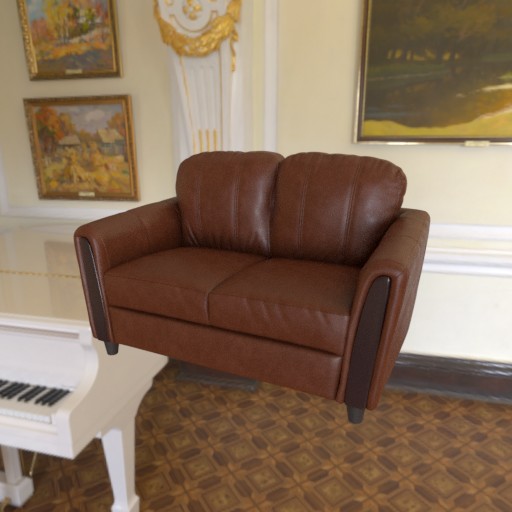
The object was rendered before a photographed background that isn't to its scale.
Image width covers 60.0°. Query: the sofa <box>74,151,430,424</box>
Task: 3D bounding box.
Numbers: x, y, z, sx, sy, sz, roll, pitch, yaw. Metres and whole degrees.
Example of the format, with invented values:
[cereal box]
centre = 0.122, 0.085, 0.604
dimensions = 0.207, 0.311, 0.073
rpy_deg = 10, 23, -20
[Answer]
[sofa]
centre = 0.000, 0.000, 1.986
dimensions = 1.406, 0.906, 0.805
rpy_deg = 7, 16, 26
